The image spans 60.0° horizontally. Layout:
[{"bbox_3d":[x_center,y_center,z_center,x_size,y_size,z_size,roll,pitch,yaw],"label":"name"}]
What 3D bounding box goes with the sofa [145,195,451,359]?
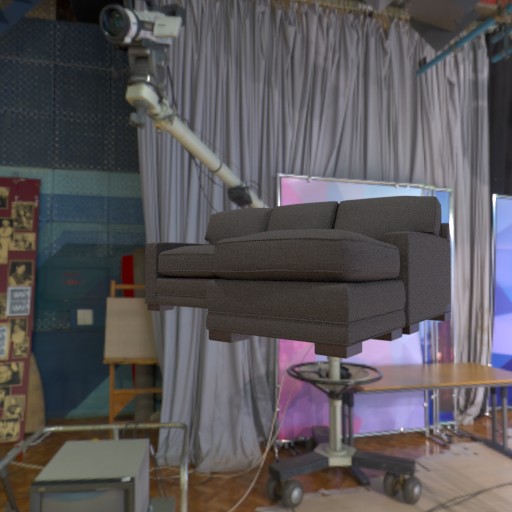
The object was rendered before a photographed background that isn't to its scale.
[{"bbox_3d":[0.000,0.000,3.355,2.370,0.973,1.790,-1,-1,37],"label":"sofa"}]
